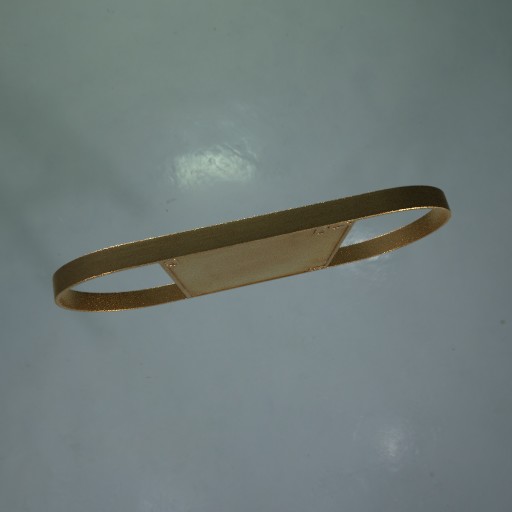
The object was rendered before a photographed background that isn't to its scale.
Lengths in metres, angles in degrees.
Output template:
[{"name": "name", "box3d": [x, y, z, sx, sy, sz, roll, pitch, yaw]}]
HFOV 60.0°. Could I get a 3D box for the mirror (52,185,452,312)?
[{"name": "mirror", "box3d": [0.000, 0.000, 0.665, 0.584, 0.254, 0.032, -12, 75, -3]}]
